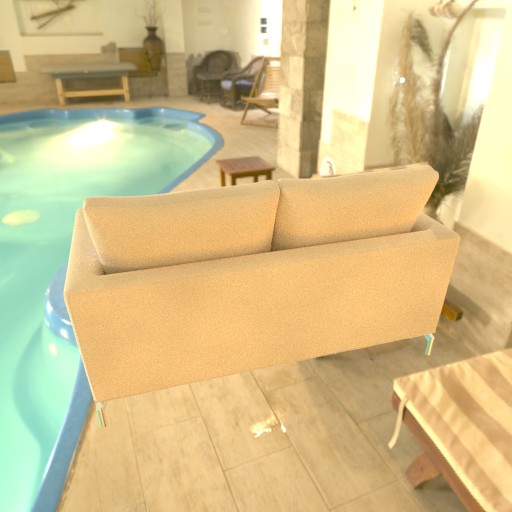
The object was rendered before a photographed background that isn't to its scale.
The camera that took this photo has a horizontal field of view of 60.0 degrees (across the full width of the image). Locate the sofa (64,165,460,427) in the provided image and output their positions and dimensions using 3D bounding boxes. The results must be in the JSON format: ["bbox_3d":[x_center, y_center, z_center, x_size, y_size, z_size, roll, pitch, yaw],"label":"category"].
[{"bbox_3d":[0.000,0.000,2.303,1.739,0.995,0.906,-8,29,-15],"label":"sofa"}]
